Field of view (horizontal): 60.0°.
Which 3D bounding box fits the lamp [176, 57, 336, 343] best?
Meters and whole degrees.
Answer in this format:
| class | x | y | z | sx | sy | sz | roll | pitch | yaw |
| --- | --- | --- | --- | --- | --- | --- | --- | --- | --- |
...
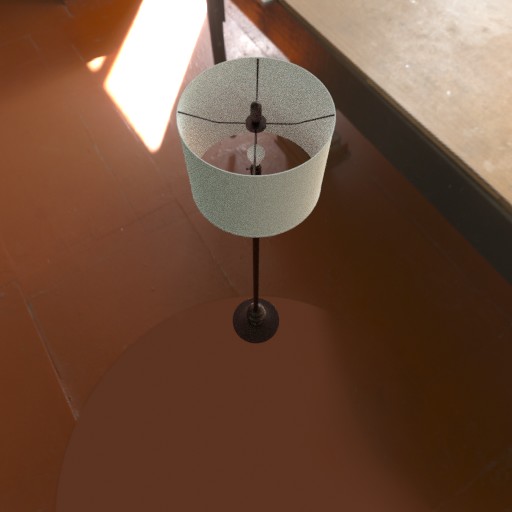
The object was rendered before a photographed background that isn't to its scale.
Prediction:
| class | x | y | z | sx | sy | sz | roll | pitch | yaw |
| --- | --- | --- | --- | --- | --- | --- | --- | --- | --- |
| lamp | 0.000 | 0.000 | 1.632 | 0.356 | 1.487 | 0.356 | 1 | 63 | 1 |
